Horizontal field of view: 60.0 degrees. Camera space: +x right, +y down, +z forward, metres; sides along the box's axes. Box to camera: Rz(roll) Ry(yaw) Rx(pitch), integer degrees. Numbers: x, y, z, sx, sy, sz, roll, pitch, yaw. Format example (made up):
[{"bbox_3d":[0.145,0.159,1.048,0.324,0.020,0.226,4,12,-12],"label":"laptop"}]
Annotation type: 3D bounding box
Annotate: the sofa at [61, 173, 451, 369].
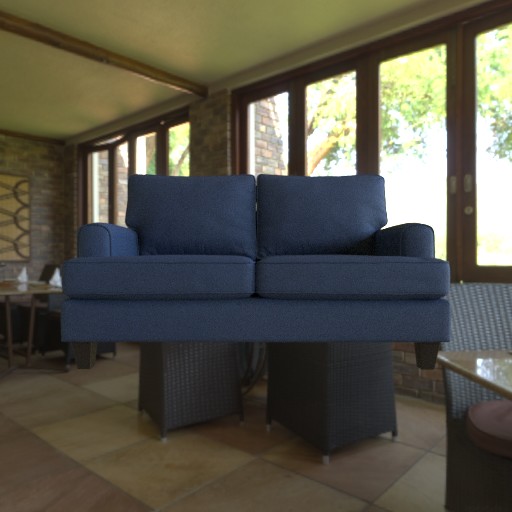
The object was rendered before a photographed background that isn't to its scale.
[{"bbox_3d":[0.000,0.000,2.283,1.651,0.965,0.965,0,0,0],"label":"sofa"}]
